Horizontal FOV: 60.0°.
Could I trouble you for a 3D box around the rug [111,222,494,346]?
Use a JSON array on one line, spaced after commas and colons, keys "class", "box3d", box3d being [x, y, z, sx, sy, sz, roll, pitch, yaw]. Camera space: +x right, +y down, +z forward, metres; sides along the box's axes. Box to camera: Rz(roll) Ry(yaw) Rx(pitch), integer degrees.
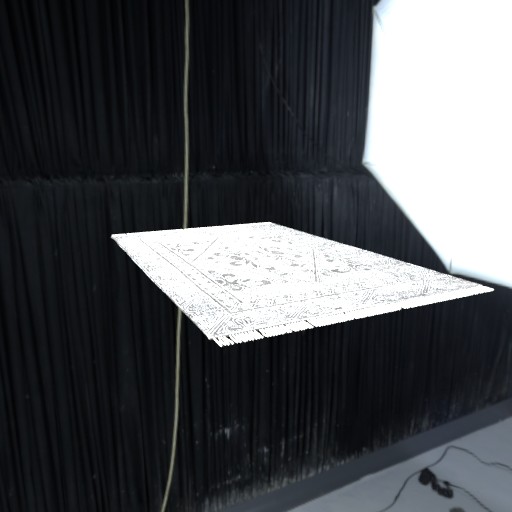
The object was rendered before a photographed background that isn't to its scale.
[{"class": "rug", "box3d": [0.000, 0.000, 2.990, 1.529, 0.010, 2.440, -7, 15, -26]}]
